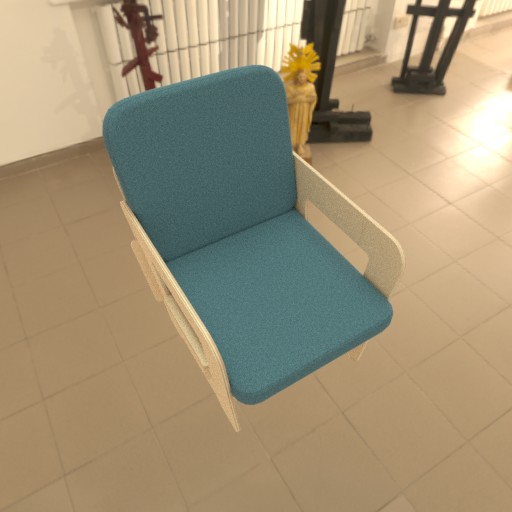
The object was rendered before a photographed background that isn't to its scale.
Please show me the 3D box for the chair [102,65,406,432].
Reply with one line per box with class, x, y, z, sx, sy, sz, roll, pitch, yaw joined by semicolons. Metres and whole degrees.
chair;0.000;0.000;1.197;0.547;0.747;0.657;-24;51;-21
